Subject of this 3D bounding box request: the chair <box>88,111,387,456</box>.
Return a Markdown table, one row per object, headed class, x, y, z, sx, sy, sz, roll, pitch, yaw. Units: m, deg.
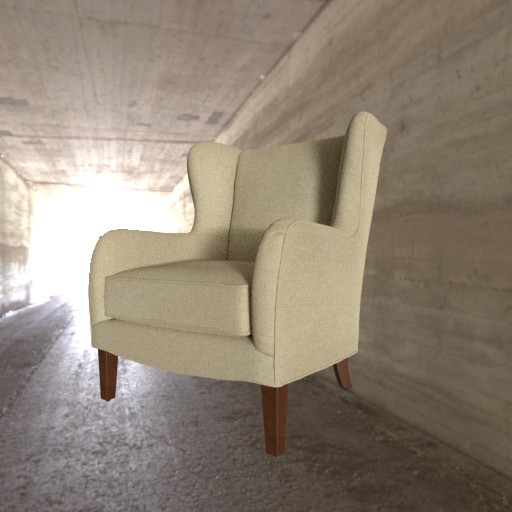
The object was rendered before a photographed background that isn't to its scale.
| class | x | y | z | sx | sy | sz | roll | pitch | yaw |
| --- | --- | --- | --- | --- | --- | --- | --- | --- | --- |
| chair | 0.000 | 0.000 | 1.712 | 0.838 | 1.040 | 0.966 | 1 | 1 | 36 |
